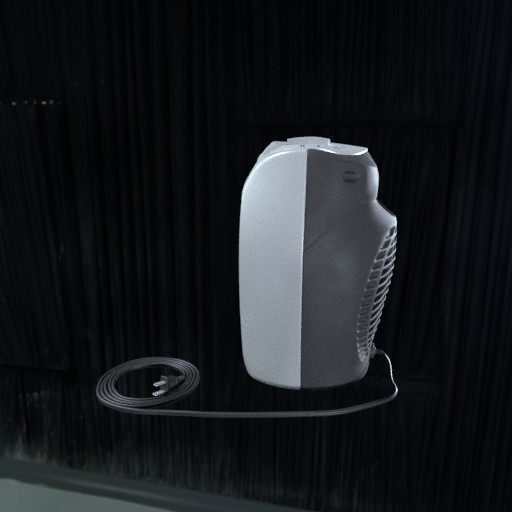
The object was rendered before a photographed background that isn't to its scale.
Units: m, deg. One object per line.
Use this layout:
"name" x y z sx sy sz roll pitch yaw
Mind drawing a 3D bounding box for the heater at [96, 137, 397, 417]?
"heater" 0.000 0.000 0.462 0.291 0.240 0.239 3 15 10
